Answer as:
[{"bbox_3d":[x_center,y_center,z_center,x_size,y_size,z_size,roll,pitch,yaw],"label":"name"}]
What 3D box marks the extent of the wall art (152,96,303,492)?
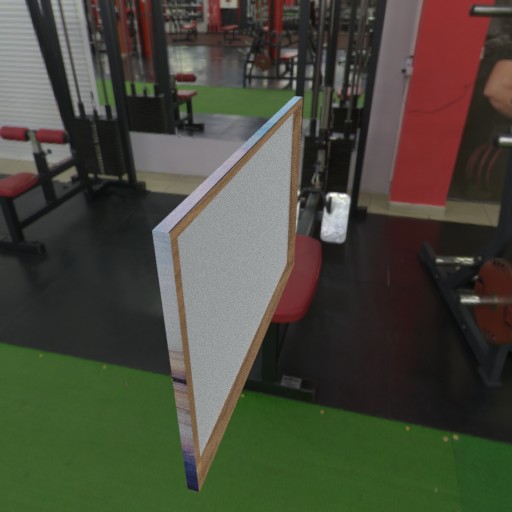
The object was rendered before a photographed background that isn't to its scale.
[{"bbox_3d":[0.000,0.000,1.413,0.034,0.756,1.137,9,32,14],"label":"wall art"}]
